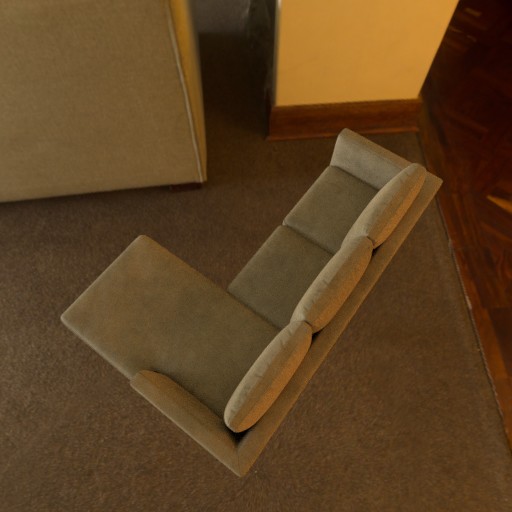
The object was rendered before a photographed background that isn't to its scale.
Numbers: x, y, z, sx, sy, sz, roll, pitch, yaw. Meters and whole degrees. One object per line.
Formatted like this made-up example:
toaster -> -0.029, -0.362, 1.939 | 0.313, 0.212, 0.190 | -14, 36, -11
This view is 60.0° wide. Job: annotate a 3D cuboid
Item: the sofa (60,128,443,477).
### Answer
sofa -> 0.000, 0.000, 3.250 | 1.622, 0.987, 2.438 | 34, 69, 15
